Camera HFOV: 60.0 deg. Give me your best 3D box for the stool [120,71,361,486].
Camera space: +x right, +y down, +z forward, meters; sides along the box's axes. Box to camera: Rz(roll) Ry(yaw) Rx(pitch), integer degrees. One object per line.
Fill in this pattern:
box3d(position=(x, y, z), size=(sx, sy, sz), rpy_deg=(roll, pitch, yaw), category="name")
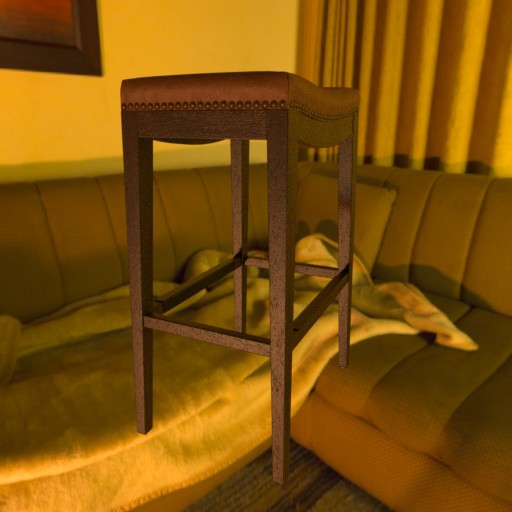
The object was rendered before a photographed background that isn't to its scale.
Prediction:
box3d(position=(0.000, 0.000, 1.039), size=(0.361, 0.759, 0.500), rpy_deg=(8, 19, 24), category="stool")
